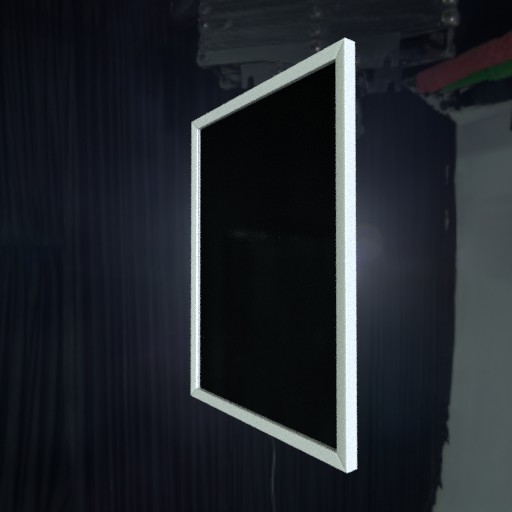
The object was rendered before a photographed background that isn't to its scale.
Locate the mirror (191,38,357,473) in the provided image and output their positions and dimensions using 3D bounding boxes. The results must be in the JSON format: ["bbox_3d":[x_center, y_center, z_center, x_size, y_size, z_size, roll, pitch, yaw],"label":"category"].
[{"bbox_3d":[0.000,0.000,1.352,0.040,1.016,0.762,1,-2,-36],"label":"mirror"}]
